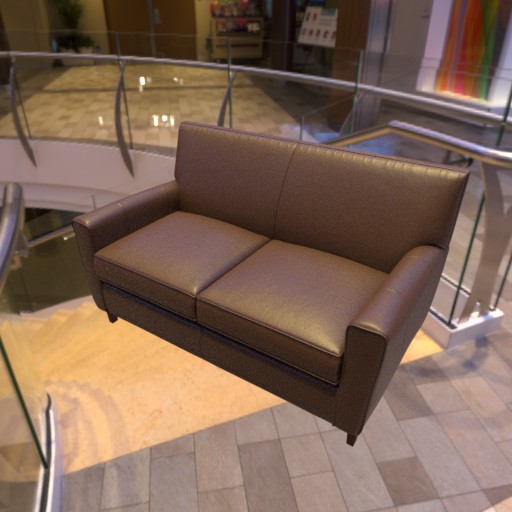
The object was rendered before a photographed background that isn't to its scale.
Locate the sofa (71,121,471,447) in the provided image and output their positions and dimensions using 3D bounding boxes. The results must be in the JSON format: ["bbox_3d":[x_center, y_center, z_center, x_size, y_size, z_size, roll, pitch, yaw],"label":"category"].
[{"bbox_3d":[0.000,0.000,1.991,1.468,0.859,0.853,18,35,29],"label":"sofa"}]
